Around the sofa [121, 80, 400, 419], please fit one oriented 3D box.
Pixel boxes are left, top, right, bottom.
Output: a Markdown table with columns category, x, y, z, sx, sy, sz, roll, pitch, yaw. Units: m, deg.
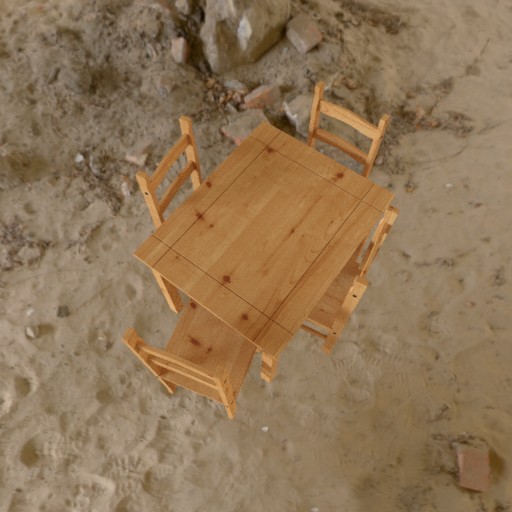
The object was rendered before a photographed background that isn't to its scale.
| category | x | y | z | sx | sy | sz | roll | pitch | yaw |
| --- | --- | --- | --- | --- | --- | --- | --- | --- | --- |
| sofa | 0.000 | 0.000 | 2.285 | 1.144 | 1.000 | 1.529 | 34 | 68 | 16 |
